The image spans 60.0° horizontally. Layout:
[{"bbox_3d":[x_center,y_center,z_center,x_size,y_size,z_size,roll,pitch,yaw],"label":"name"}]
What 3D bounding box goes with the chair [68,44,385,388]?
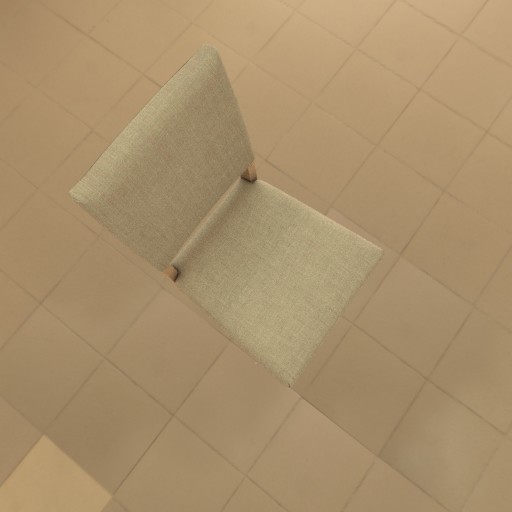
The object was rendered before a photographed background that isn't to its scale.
[{"bbox_3d":[0.000,0.000,1.331,0.622,0.986,0.508,36,79,8],"label":"chair"}]
